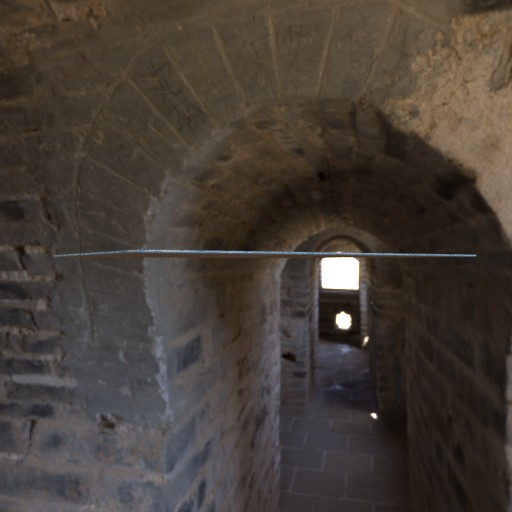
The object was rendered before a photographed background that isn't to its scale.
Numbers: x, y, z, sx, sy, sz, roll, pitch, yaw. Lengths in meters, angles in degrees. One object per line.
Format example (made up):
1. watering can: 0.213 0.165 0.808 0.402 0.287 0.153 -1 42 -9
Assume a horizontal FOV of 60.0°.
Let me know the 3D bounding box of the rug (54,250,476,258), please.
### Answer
1. rug: 0.000 0.000 4.080 3.050 0.016 2.441 0 -1 -33
